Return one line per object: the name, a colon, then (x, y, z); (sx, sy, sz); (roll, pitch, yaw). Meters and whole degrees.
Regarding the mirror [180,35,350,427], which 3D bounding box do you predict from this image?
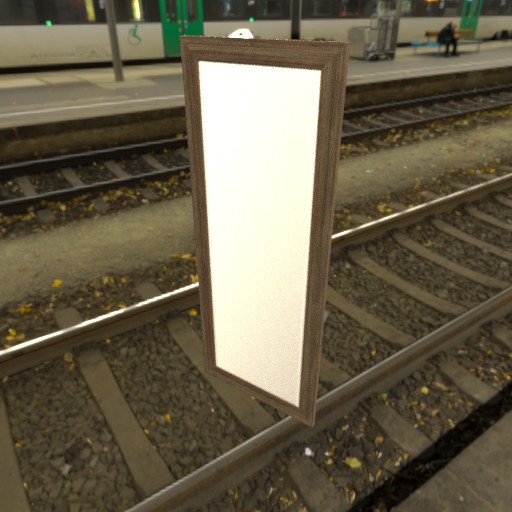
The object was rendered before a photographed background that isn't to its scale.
mirror: (0.000, 0.000, 2.304); (0.812, 2.032, 0.025); (18, 34, 29)
